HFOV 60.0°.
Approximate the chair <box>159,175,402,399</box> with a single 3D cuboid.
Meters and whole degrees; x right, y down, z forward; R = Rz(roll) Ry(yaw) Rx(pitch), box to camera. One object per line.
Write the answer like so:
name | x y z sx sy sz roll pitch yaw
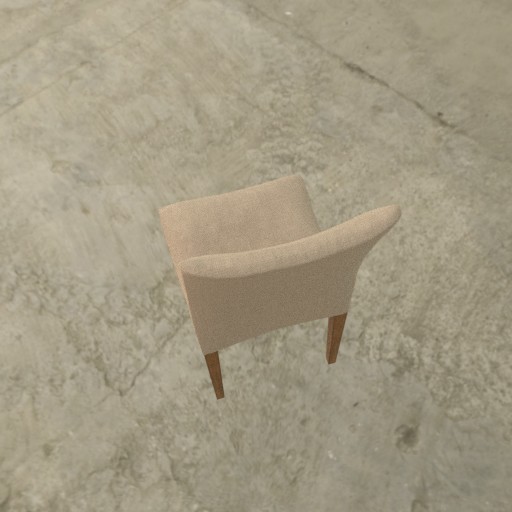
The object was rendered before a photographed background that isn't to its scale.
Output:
chair | 0.000 0.000 1.313 0.496 0.940 0.585 -15 61 -8
